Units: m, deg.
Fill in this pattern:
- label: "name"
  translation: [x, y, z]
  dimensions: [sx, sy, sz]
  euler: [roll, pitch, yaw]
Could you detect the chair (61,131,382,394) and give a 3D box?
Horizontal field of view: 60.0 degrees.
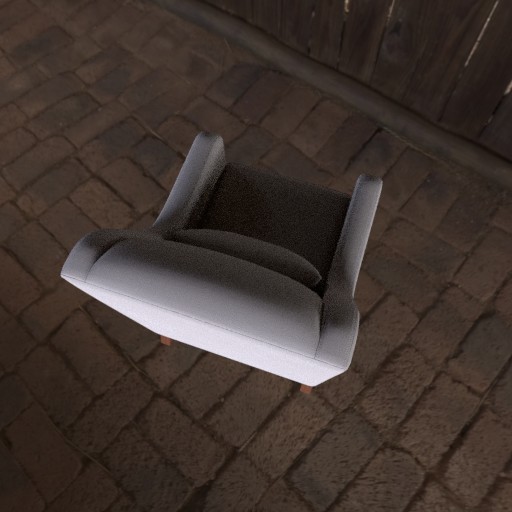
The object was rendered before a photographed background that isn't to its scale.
- label: "chair"
  translation: [0.000, 0.000, 1.600]
  dimensions: [0.715, 1.010, 0.863]
  euler: [17, 64, 9]
